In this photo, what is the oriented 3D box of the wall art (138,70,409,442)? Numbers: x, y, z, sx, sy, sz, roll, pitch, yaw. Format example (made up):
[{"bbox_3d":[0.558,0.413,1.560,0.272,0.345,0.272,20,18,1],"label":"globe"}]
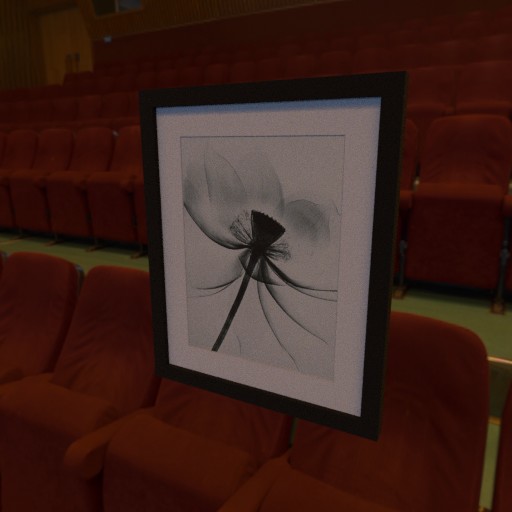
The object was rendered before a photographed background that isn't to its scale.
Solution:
[{"bbox_3d":[0.000,0.000,0.762,0.457,0.559,0.029,7,16,27],"label":"wall art"}]
